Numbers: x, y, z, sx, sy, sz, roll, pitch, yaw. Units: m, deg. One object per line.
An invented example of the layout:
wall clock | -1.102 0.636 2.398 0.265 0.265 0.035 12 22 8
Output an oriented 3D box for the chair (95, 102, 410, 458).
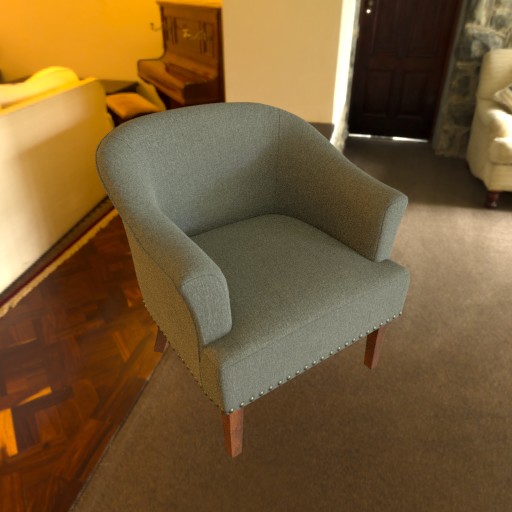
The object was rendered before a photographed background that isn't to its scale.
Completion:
chair | 0.000 0.000 1.422 0.798 0.815 0.704 -21 37 -30
